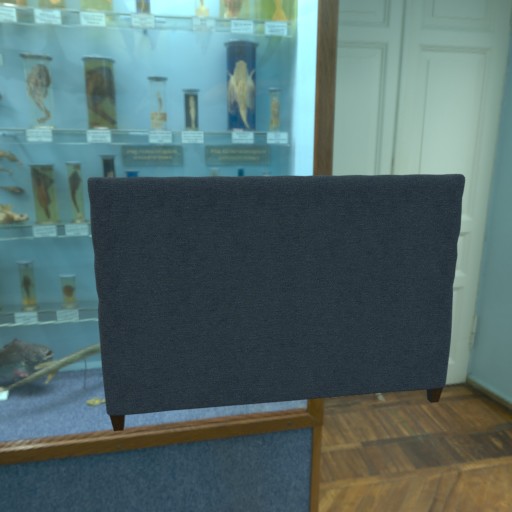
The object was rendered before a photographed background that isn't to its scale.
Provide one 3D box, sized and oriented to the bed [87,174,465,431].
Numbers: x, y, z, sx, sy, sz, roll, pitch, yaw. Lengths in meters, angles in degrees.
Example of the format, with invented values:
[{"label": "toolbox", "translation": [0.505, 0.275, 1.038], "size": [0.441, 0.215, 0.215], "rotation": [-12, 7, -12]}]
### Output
[{"label": "bed", "translation": [0.000, 0.000, 3.625], "size": [2.078, 1.427, 2.387], "rotation": [-2, 14, -8]}]
